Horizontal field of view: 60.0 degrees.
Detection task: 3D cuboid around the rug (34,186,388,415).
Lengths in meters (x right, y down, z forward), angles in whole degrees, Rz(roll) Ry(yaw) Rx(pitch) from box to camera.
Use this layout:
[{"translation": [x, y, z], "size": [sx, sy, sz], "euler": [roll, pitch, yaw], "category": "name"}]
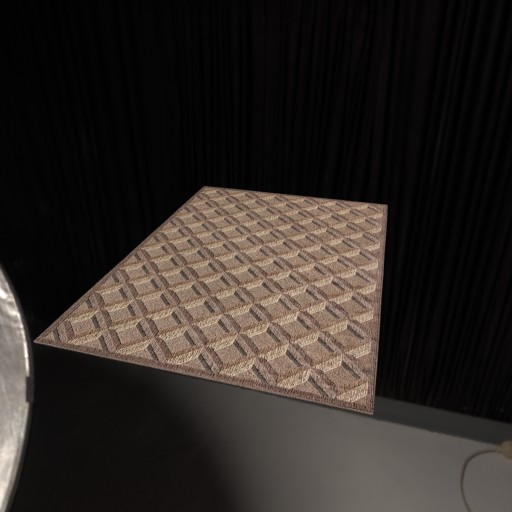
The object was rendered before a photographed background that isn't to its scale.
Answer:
[{"translation": [0.000, 0.000, 4.266], "size": [2.382, 0.018, 3.294], "euler": [8, 30, 14], "category": "rug"}]
